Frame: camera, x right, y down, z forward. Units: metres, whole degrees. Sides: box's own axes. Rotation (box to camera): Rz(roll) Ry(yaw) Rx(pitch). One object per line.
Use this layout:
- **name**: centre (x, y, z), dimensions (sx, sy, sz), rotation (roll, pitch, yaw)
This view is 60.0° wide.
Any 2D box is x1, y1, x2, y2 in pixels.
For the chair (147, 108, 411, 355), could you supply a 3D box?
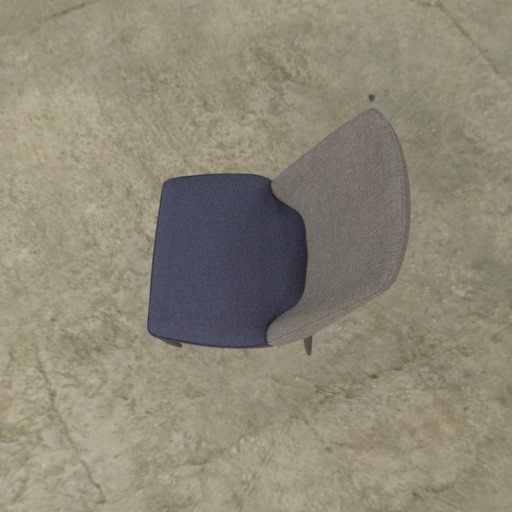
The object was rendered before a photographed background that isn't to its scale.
- **chair**: centre (0.000, 0.000, 1.180), dimensions (0.550, 0.855, 0.488), rotation (2, 73, 1)
